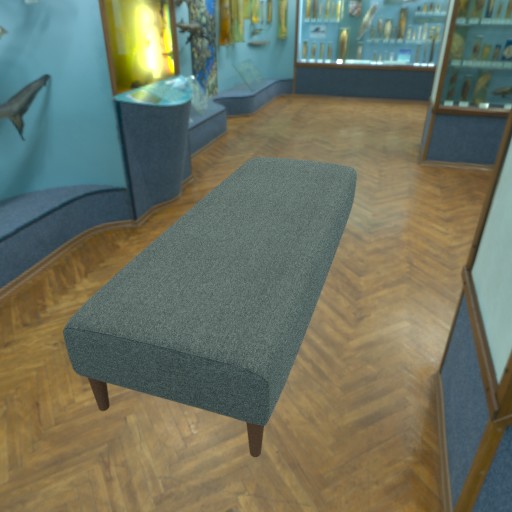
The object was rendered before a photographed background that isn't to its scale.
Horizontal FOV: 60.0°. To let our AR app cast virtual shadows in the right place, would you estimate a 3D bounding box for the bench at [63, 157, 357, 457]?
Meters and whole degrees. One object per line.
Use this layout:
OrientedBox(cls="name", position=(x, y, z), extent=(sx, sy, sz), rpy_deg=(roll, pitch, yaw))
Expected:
OrientedBox(cls="bench", position=(0.000, 0.000, 1.855), extent=(0.631, 0.384, 1.598), rpy_deg=(10, 31, 16))
